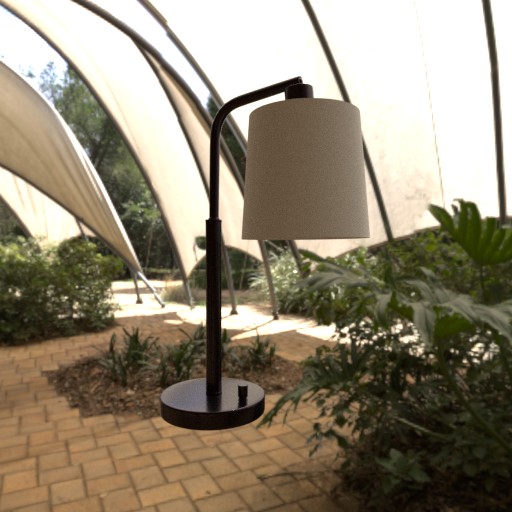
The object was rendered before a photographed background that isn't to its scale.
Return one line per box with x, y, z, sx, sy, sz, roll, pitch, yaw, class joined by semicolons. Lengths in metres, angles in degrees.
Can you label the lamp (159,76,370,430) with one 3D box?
0.000;0.000;0.647;0.333;0.489;0.171;1;2;35;lamp
